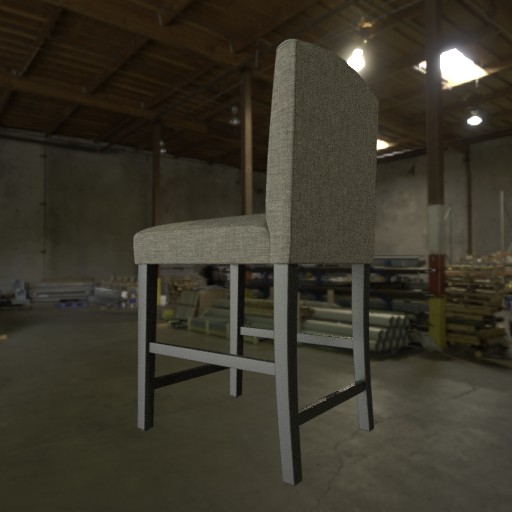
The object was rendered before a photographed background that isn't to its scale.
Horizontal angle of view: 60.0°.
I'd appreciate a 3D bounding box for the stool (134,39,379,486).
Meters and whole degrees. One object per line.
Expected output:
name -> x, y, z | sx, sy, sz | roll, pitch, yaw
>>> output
stool -> 0.000, 0.000, 1.246 | 0.552, 0.966, 0.451 | -1, -1, 38
